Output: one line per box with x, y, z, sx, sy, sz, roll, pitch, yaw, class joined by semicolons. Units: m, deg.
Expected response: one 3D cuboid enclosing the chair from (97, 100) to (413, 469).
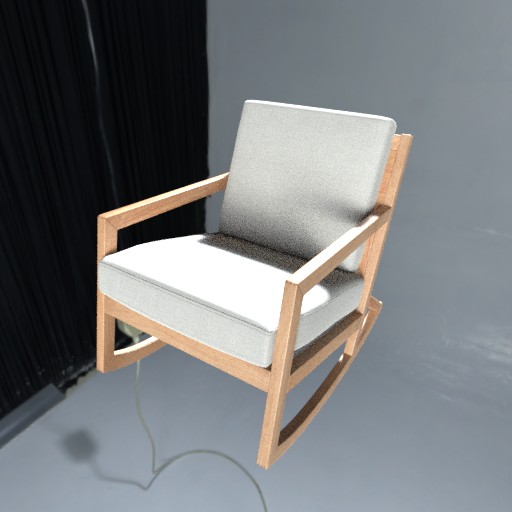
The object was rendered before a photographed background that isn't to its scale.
0.000;0.000;1.390;0.622;0.790;0.857;18;35;28;chair
